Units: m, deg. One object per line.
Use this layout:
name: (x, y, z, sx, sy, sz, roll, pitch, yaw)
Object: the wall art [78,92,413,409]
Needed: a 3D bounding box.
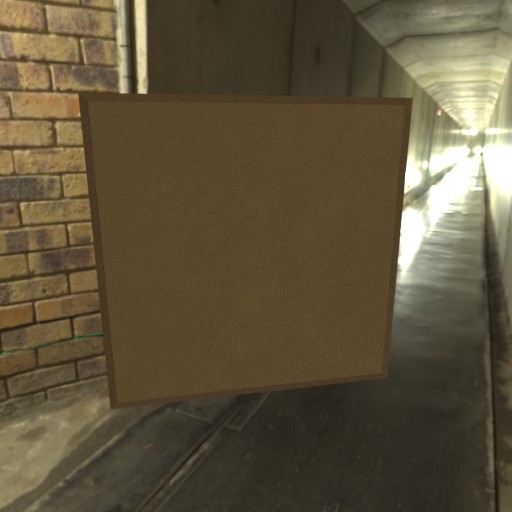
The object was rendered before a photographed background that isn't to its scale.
wall art: (0.000, 0.000, 1.114, 0.761, 0.758, 0.038, -3, 16, -11)
